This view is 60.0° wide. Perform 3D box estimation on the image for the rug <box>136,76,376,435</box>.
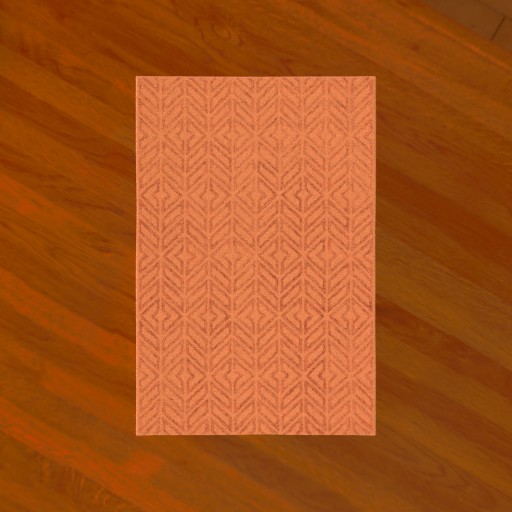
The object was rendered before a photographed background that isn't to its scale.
[{"bbox_3d":[0.000,0.000,2.258,1.220,0.007,1.828,0,90,0],"label":"rug"}]
